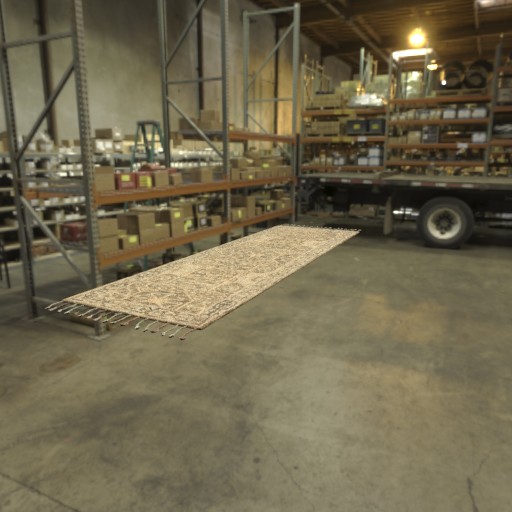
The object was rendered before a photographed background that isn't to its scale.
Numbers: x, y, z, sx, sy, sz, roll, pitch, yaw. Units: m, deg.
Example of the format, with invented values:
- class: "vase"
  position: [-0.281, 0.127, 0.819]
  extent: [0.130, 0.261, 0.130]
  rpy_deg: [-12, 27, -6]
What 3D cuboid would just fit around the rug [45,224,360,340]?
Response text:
- class: "rug"
  position: [0.000, 0.000, 2.915]
  extent: [0.762, 0.011, 2.664]
  rpy_deg: [6, 14, 26]
